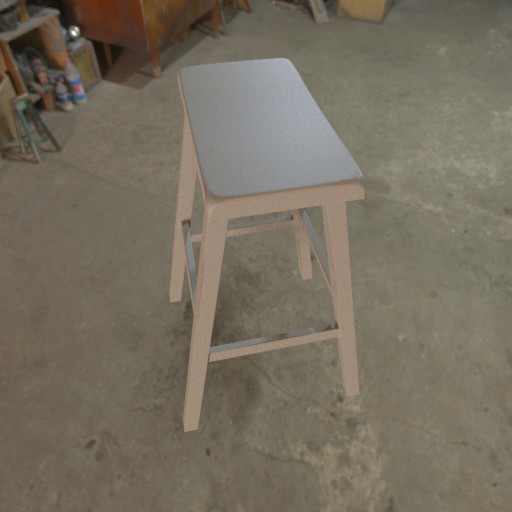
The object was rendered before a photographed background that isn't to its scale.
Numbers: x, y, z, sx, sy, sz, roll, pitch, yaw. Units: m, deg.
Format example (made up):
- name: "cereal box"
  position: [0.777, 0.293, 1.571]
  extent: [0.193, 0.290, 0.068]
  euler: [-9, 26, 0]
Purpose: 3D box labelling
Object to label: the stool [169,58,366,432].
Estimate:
- name: "stool"
  position: [0.000, 0.000, 1.054]
  extent: [0.476, 0.737, 0.457]
  euler: [-9, 48, -8]
